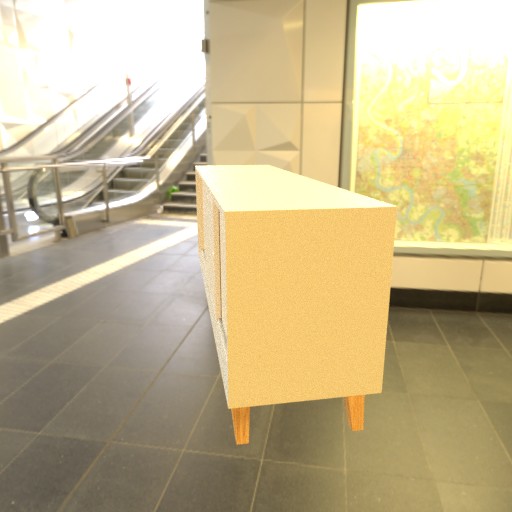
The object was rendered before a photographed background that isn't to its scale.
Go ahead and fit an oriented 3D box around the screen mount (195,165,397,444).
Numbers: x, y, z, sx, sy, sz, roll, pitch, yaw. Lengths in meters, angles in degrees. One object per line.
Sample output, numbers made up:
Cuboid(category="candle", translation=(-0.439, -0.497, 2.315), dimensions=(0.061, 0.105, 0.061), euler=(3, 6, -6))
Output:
Cuboid(category="screen mount", translation=(0.000, 0.000, 1.778), dimensions=(0.400, 0.619, 1.490), euler=(-3, 16, -10))
